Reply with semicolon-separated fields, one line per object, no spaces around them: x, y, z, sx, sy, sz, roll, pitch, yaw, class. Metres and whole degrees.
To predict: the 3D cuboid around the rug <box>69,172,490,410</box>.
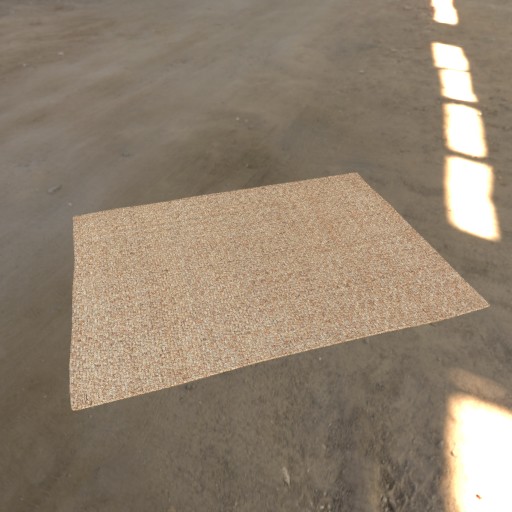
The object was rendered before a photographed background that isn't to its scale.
0.000;0.000;2.688;2.141;0.013;1.566;-11;41;-13;rug
